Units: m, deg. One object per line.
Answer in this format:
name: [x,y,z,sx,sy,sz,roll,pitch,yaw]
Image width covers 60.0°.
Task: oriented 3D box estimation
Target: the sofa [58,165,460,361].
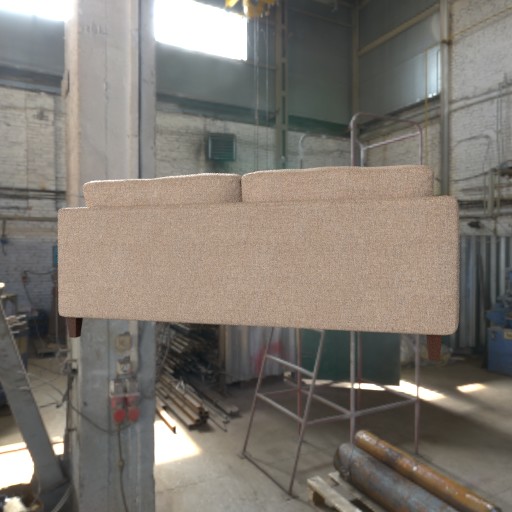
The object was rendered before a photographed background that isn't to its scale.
sofa: [0.000,0.000,2.759,2.208,0.965,0.951,0,1,16]
